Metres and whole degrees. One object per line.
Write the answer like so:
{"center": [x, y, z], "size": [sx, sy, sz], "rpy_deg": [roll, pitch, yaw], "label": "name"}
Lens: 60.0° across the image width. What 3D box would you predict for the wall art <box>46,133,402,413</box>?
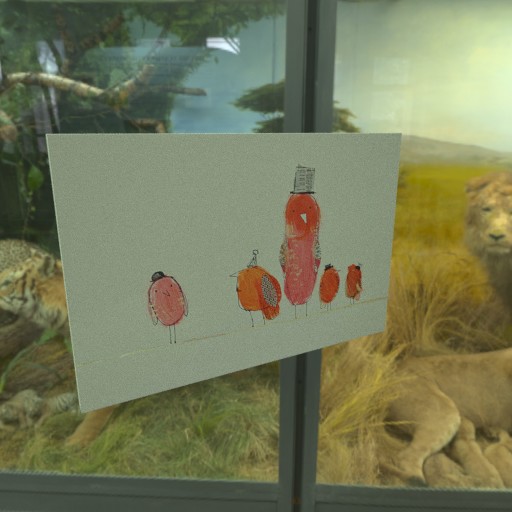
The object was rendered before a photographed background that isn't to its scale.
{"center": [0.000, 0.000, 1.143], "size": [0.914, 0.609, 0.038], "rpy_deg": [-8, 18, -27], "label": "wall art"}
